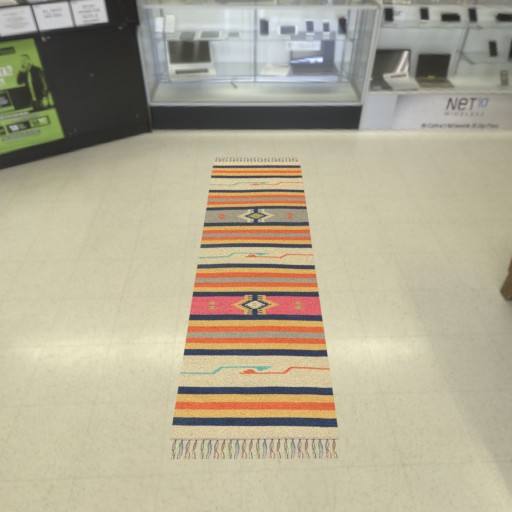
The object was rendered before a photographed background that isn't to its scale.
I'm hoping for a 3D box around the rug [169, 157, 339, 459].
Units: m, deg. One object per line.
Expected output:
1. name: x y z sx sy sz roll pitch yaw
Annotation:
1. rug: 0.000 0.000 2.682 0.695 0.017 2.455 0 41 0
